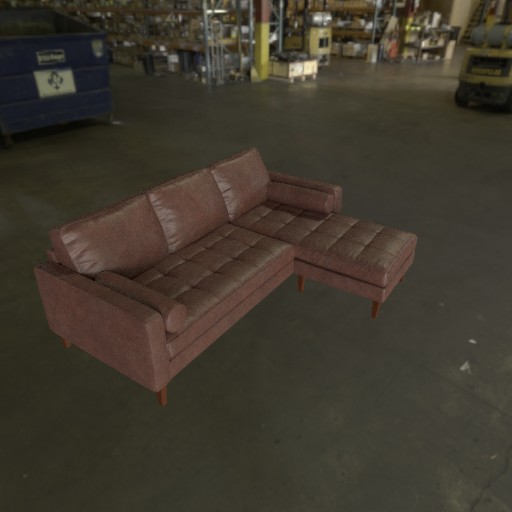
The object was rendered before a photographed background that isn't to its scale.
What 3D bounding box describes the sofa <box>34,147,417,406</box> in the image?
[{"bbox_3d":[0.000,0.000,2.967,1.613,0.841,2.185,19,35,29],"label":"sofa"}]
